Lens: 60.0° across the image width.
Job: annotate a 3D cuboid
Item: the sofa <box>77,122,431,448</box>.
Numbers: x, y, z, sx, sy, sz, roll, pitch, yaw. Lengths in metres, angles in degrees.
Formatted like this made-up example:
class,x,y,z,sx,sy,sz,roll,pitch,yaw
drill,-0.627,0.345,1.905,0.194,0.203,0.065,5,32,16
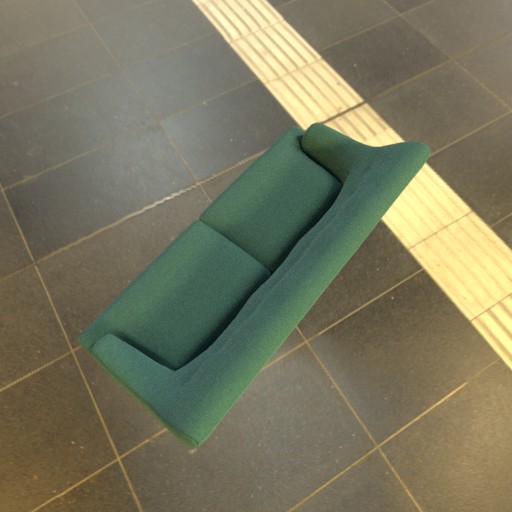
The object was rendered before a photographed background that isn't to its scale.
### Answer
class,x,y,z,sx,sy,sz,roll,pitch,yaw
sofa,0.000,0.000,2.637,0.978,0.871,2.057,36,69,16
